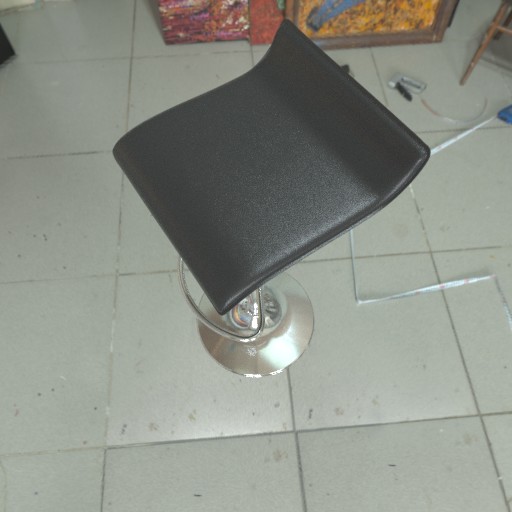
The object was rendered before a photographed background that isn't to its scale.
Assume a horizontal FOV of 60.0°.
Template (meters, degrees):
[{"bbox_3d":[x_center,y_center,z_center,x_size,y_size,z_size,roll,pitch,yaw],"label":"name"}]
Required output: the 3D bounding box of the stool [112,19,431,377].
[{"bbox_3d":[0.000,0.000,1.046,0.381,0.851,0.381,-31,67,-15],"label":"stool"}]
